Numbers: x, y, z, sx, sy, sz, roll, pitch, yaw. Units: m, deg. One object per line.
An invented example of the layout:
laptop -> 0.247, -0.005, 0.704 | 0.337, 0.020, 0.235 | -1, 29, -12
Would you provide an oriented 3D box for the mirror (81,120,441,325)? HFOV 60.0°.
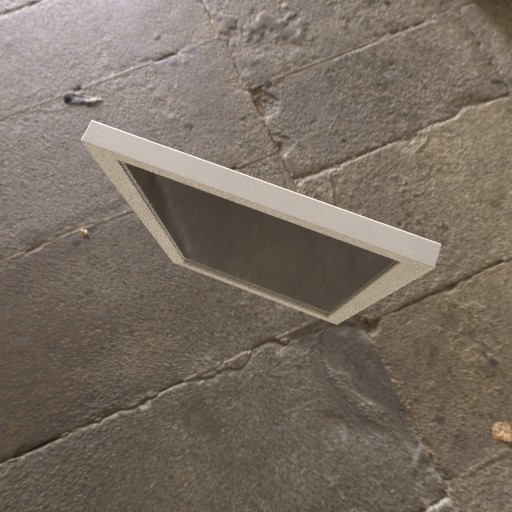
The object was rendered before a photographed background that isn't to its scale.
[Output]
mirror -> 0.000, 0.000, 0.941 | 0.507, 0.710, 0.040 | 20, 76, 5
